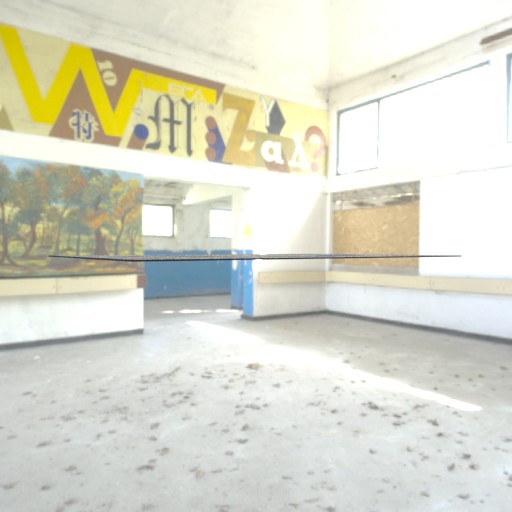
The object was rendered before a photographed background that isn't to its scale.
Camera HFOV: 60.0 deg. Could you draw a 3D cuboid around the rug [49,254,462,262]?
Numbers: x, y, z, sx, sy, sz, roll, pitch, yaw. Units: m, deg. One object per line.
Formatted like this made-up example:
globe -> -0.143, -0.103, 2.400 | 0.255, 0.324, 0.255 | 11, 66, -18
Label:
rug -> 0.000, 0.000, 3.819 | 2.940, 0.011, 2.053 | -1, 1, -35
